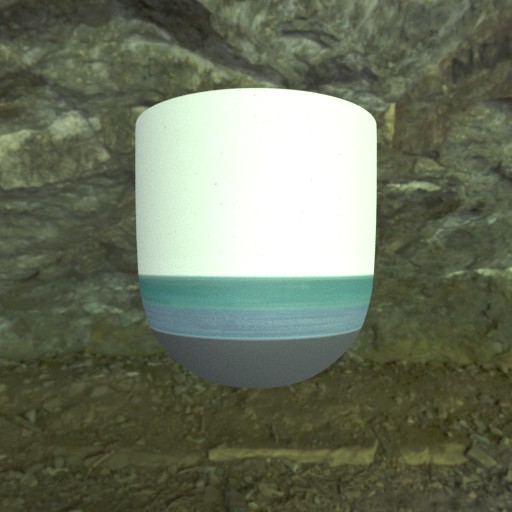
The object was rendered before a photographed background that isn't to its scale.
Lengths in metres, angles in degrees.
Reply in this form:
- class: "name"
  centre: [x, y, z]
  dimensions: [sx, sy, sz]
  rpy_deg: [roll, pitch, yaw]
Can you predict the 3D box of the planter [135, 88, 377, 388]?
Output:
- class: "planter"
  centre: [0.000, 0.000, 0.386]
  dimensions: [0.204, 0.214, 0.204]
  rpy_deg: [0, -1, 0]
